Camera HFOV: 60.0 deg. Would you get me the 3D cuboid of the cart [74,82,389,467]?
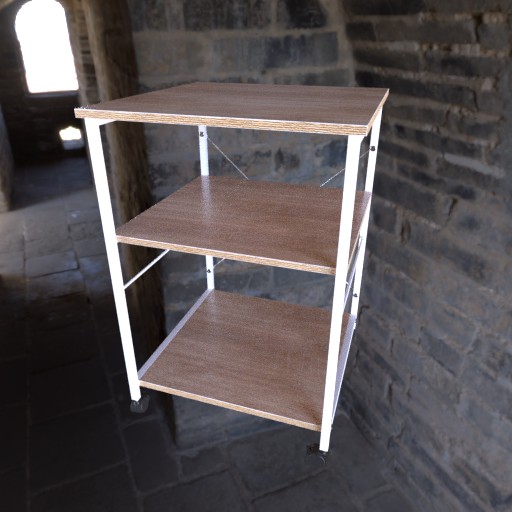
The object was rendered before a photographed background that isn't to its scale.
[{"bbox_3d":[0.000,0.000,1.120,0.521,0.762,0.520,8,28,16],"label":"cart"}]
